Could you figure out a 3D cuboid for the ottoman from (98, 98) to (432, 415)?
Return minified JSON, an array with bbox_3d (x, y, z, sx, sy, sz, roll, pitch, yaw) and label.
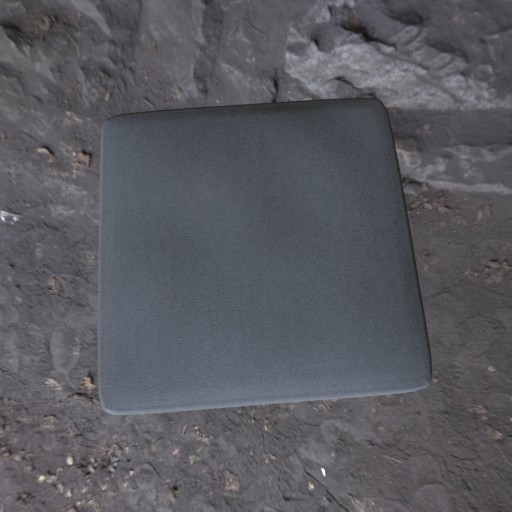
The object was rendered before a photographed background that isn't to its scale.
[{"bbox_3d":[0.000,0.000,1.339,0.843,0.441,0.842,-4,76,-1],"label":"ottoman"}]
